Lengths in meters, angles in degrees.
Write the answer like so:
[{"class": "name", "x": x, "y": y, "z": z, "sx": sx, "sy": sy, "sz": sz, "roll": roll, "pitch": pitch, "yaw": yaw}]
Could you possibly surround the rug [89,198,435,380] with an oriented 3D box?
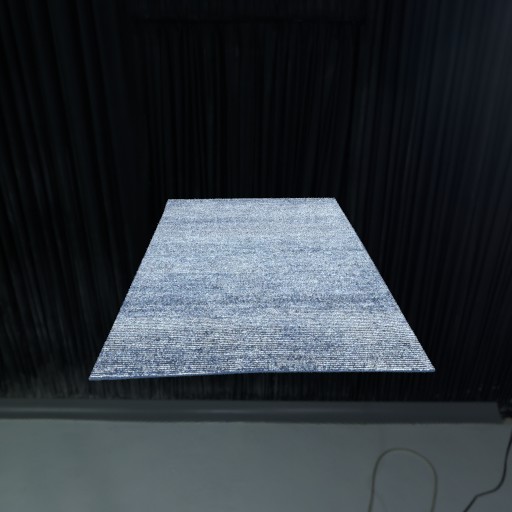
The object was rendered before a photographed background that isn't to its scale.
[{"class": "rug", "x": 0.000, "y": 0.000, "z": 2.275, "sx": 1.159, "sy": 0.025, "sz": 1.793, "roll": -1, "pitch": 26, "yaw": -2}]
